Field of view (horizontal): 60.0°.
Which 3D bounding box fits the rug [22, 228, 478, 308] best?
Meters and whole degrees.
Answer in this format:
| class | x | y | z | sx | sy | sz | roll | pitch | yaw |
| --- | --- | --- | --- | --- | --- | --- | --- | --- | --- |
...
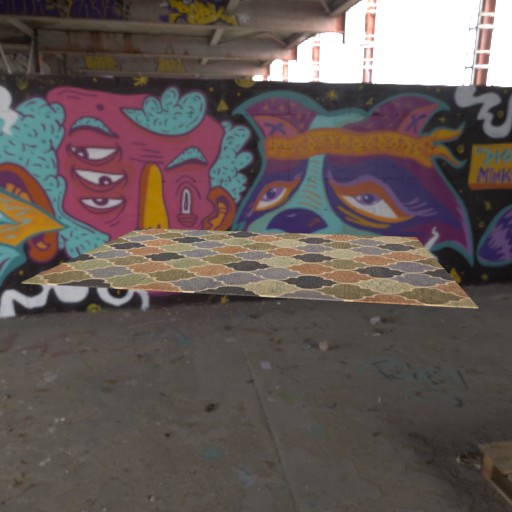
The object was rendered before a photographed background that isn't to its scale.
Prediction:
| class | x | y | z | sx | sy | sz | roll | pitch | yaw |
| --- | --- | --- | --- | --- | --- | --- | --- | --- | --- |
| rug | 0.000 | 0.000 | 2.328 | 1.828 | 0.006 | 1.216 | 2 | 15 | 9 |
